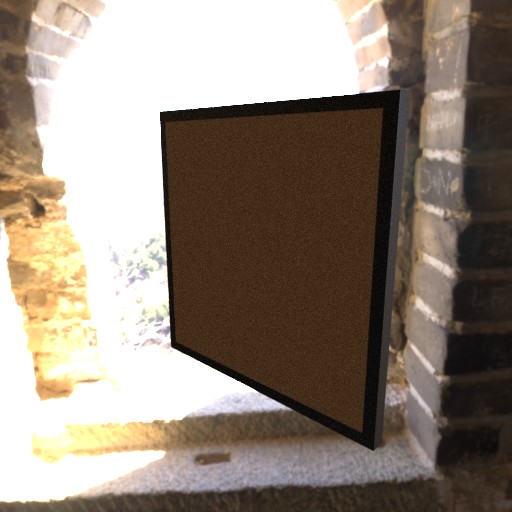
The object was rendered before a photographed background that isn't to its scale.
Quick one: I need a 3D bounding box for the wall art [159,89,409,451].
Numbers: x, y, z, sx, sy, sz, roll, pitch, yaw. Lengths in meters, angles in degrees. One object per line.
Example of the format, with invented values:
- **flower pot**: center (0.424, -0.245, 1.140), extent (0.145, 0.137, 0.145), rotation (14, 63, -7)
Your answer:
- **wall art**: center (0.000, 0.000, 1.171), extent (0.765, 0.765, 0.038), rotation (13, 19, 42)
